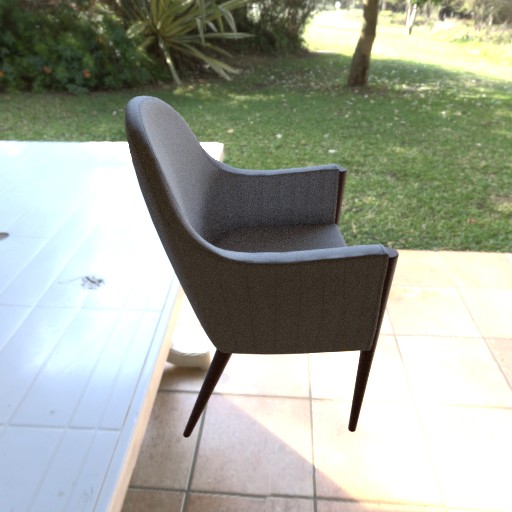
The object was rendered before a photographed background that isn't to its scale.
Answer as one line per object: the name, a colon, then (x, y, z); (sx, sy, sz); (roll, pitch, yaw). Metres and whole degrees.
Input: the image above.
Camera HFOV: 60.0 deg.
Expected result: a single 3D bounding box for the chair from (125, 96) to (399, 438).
chair: (0.000, 0.000, 1.300); (0.620, 0.889, 0.610); (-1, 31, -2)
